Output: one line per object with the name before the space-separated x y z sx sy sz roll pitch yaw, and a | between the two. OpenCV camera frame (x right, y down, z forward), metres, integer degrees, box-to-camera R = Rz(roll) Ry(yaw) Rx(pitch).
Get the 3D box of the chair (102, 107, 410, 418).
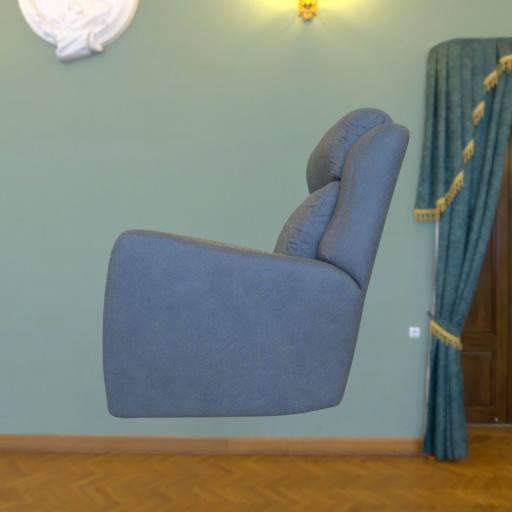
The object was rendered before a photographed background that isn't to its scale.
chair | 0.000 0.000 1.942 1.068 1.116 0.967 0 1 0
